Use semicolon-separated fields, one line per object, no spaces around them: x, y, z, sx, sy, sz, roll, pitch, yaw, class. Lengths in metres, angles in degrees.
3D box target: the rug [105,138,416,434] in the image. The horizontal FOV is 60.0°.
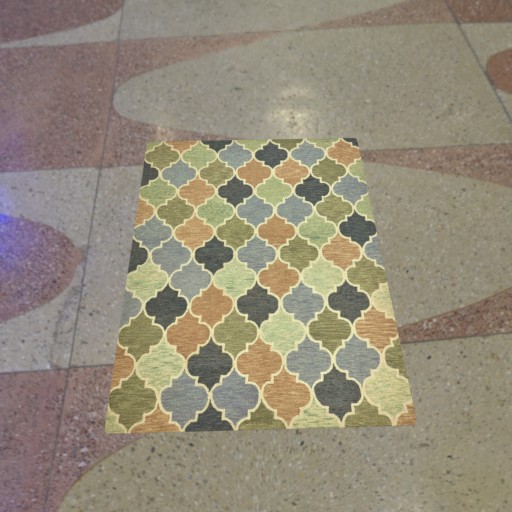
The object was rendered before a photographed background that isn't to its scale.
0.000;0.000;4.306;2.439;0.013;3.200;-1;58;-1;rug
